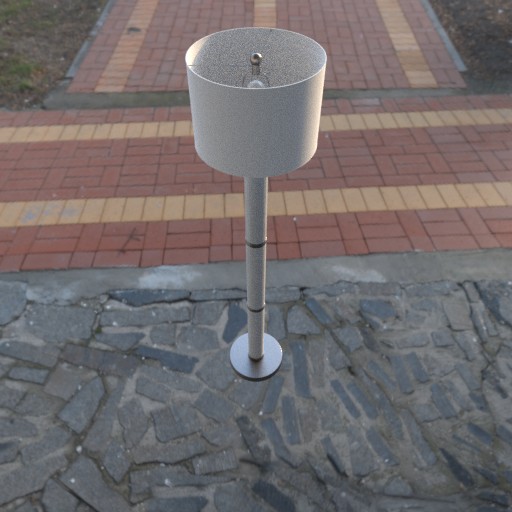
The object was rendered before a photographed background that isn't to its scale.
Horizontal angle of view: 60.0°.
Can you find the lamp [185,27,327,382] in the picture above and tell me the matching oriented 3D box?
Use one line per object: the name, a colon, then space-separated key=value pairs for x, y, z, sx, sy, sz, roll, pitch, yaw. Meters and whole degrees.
lamp: x=0.000 y=0.000 z=1.765 sx=0.377 sy=1.599 sz=0.377 roll=10 pitch=48 yaw=9
